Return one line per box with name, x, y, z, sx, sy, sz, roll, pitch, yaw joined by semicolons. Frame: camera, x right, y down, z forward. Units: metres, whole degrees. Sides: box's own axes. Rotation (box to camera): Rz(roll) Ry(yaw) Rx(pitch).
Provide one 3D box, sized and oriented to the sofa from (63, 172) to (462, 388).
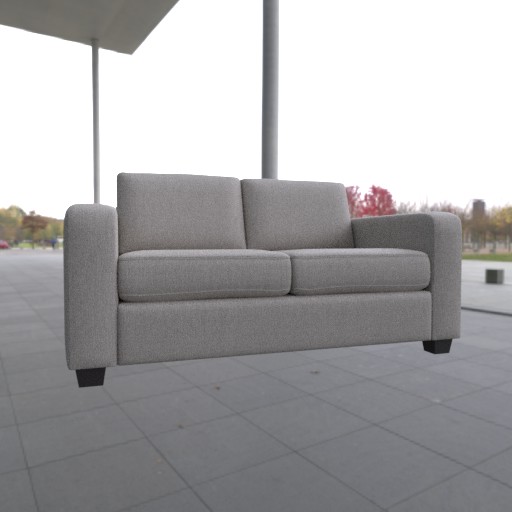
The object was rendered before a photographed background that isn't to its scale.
sofa;0.000;0.000;2.021;1.540;0.800;0.900;-1;2;-18
